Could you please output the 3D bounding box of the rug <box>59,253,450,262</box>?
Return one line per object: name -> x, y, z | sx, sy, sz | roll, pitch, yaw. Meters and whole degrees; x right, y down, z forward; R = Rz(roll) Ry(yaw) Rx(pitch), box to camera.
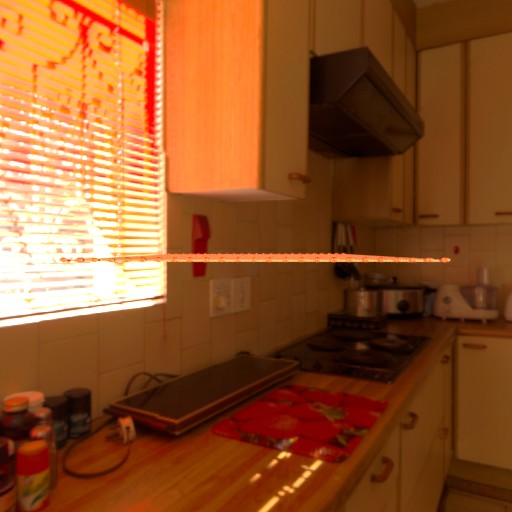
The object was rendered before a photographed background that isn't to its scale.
rug -> 0.000, 0.000, 4.443 | 2.451, 0.035, 3.369 | 0, 1, 0
